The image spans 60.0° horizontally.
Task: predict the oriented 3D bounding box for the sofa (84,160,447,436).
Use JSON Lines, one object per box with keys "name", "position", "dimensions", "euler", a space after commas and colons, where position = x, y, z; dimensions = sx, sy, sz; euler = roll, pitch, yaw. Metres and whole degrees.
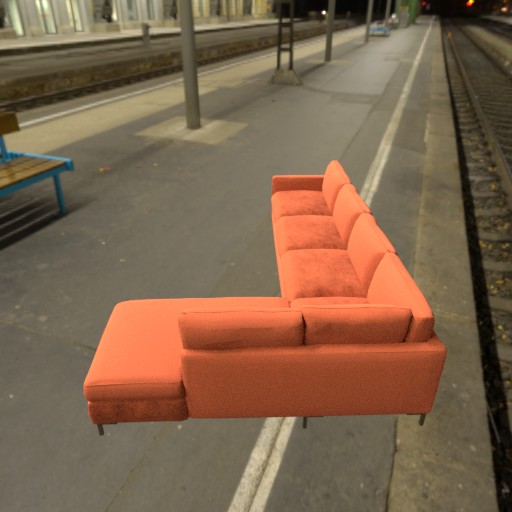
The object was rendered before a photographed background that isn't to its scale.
{"name": "sofa", "position": [0.000, 0.000, 3.462], "dimensions": [1.879, 0.757, 2.736], "euler": [-1, 29, -1]}
